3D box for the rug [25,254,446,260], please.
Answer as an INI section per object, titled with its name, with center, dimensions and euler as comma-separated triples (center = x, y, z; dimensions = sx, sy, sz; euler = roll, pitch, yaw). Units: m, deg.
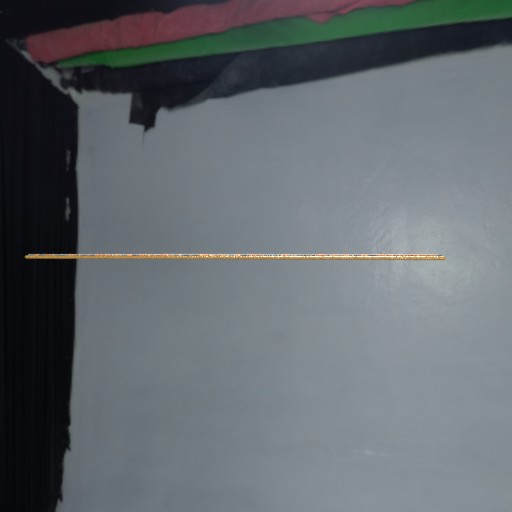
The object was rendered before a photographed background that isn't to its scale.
[rug]
center = 0.000, 0.000, 4.179
dimensions = 3.040, 0.031, 2.435
euler = 0, 0, 17
